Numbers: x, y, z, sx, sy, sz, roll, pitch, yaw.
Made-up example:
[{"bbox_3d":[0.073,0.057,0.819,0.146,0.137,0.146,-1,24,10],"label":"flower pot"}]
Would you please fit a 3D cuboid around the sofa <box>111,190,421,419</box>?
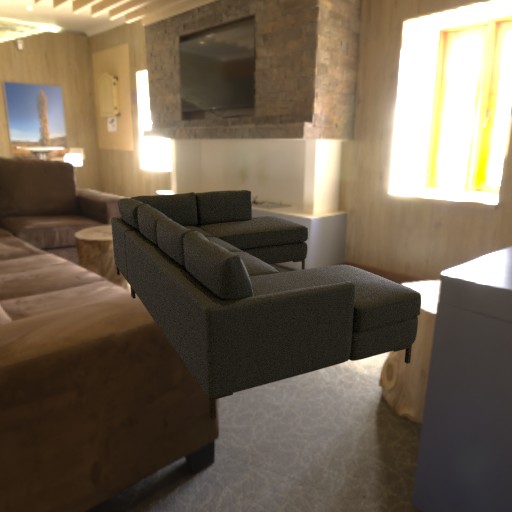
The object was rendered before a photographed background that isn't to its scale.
[{"bbox_3d":[0.000,0.000,3.859,1.984,0.858,2.975,-7,16,-26],"label":"sofa"}]
